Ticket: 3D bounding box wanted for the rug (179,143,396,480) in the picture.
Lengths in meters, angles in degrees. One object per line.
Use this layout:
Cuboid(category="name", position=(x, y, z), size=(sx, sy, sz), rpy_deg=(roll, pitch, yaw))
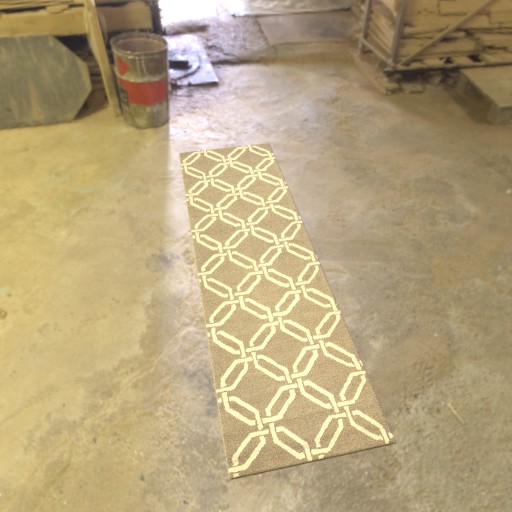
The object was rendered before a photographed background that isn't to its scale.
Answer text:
Cuboid(category="rug", position=(0.000, 0.000, 2.500), size=(0.678, 0.014, 2.276), rpy_deg=(-8, 46, -8))
